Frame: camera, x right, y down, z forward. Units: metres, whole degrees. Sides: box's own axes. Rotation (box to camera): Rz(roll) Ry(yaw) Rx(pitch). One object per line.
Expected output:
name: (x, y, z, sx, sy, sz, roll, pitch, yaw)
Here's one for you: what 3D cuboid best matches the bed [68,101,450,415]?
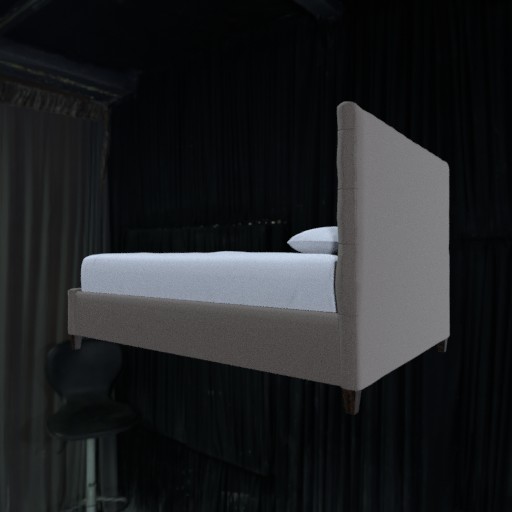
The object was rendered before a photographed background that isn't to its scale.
bed: (0.000, 0.000, 3.361, 2.387, 1.427, 1.698, 0, 0, 37)
